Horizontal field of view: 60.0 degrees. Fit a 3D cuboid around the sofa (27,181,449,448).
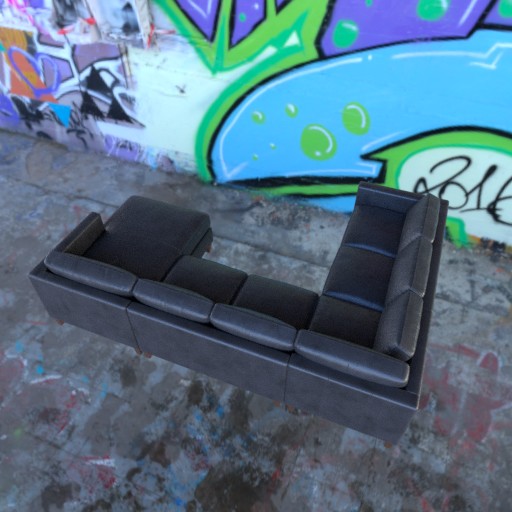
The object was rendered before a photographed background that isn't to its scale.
[{"bbox_3d":[0.000,0.000,4.413,3.324,0.891,2.452,16,47,15],"label":"sofa"}]
